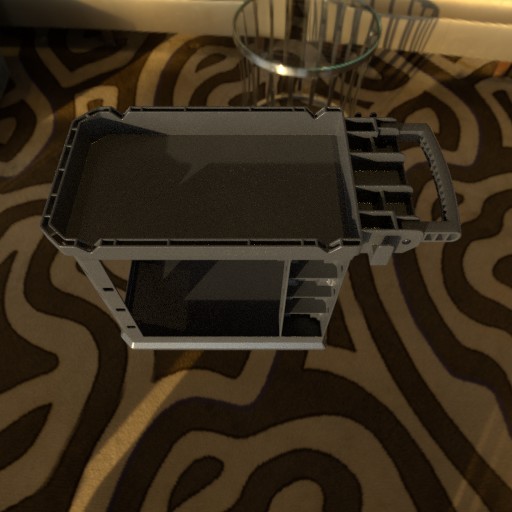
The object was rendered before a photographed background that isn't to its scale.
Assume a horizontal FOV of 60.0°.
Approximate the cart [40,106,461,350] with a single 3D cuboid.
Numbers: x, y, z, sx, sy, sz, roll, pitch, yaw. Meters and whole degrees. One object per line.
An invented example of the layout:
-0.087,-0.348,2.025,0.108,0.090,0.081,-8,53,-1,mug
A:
0.000,0.000,1.557,1.061,0.884,0.497,0,58,0,cart
